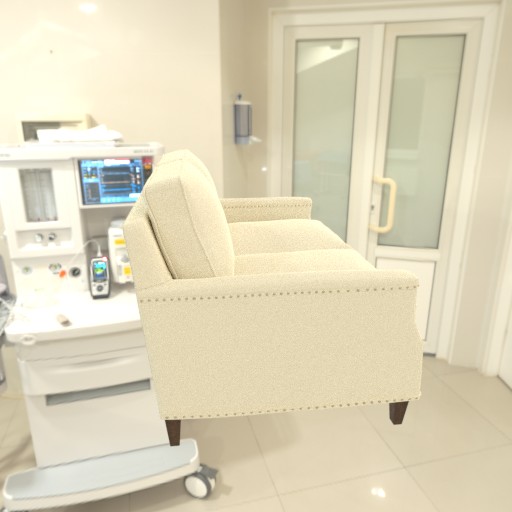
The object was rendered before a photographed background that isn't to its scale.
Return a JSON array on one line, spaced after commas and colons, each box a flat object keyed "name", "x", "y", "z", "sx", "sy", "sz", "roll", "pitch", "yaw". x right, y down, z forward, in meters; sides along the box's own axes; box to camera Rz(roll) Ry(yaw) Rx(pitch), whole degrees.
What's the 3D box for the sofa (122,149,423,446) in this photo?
[{"name": "sofa", "x": 0.000, "y": 0.000, "z": 2.266, "sx": 1.084, "sy": 1.003, "sz": 1.597, "roll": -2, "pitch": 18, "yaw": -8}]
